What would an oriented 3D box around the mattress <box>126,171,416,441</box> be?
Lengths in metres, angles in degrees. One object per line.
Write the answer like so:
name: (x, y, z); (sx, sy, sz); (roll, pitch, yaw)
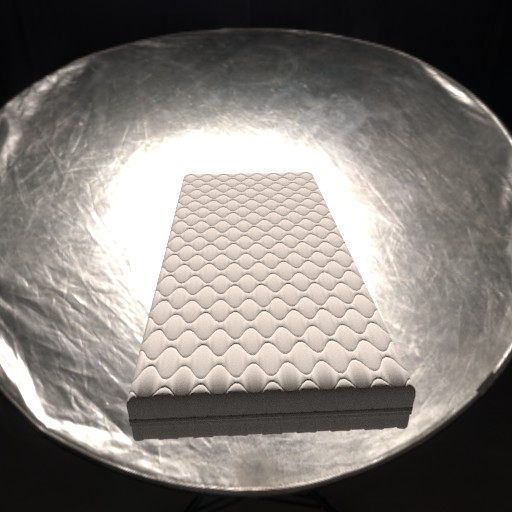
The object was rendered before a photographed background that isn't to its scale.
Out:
mattress: (0.000, 0.000, 2.251); (0.900, 0.200, 2.000); (-2, 30, -3)
